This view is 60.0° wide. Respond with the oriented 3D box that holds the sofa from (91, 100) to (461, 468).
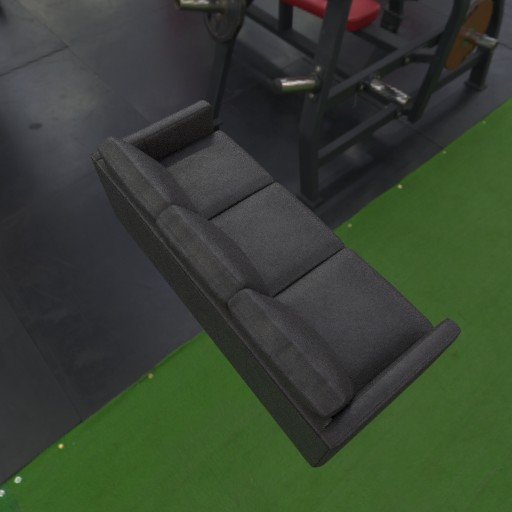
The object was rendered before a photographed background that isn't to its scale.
[{"bbox_3d":[0.000,0.000,2.999,1.045,1.006,2.464,-34,63,-20],"label":"sofa"}]
